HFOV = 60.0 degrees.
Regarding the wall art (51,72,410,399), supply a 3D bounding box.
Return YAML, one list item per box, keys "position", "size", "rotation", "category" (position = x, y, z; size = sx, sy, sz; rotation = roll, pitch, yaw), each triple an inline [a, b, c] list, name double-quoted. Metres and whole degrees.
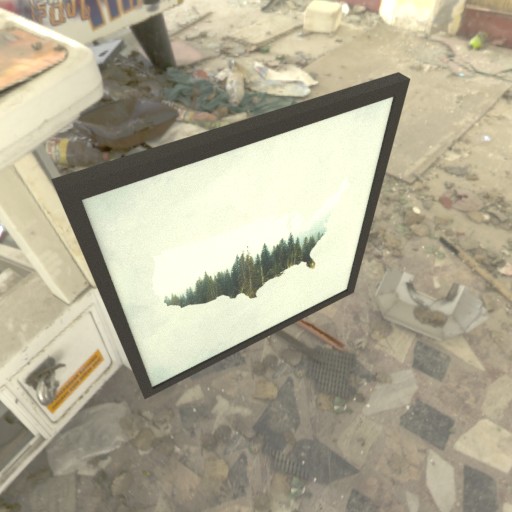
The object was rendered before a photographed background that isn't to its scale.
- position: [0.000, 0.000, 1.132]
  size: [0.763, 0.763, 0.038]
  rotation: [-23, 52, -20]
  category: "wall art"
